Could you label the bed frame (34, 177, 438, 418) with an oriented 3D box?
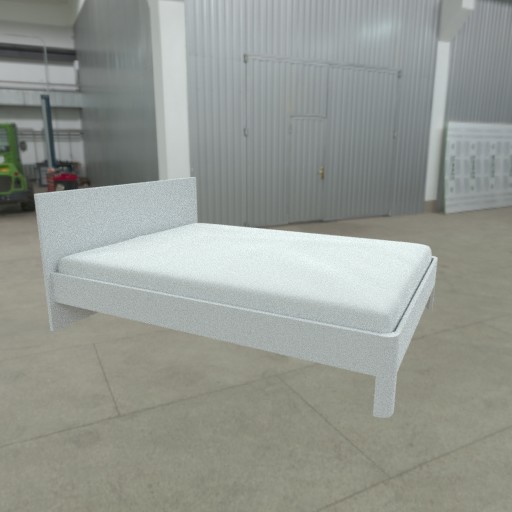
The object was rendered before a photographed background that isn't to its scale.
[{"bbox_3d":[0.000,0.000,2.714,1.950,0.800,1.490,7,16,27],"label":"bed frame"}]
